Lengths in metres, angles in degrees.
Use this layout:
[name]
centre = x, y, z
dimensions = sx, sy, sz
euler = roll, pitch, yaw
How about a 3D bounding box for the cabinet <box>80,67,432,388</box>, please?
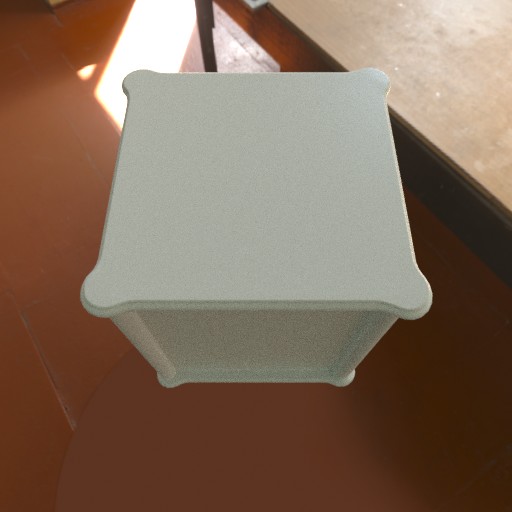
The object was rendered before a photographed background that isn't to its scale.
[cabinet]
centre = 0.000, 0.000, 1.240
dimensions = 0.627, 0.761, 0.628
euler = 0, 63, 0
